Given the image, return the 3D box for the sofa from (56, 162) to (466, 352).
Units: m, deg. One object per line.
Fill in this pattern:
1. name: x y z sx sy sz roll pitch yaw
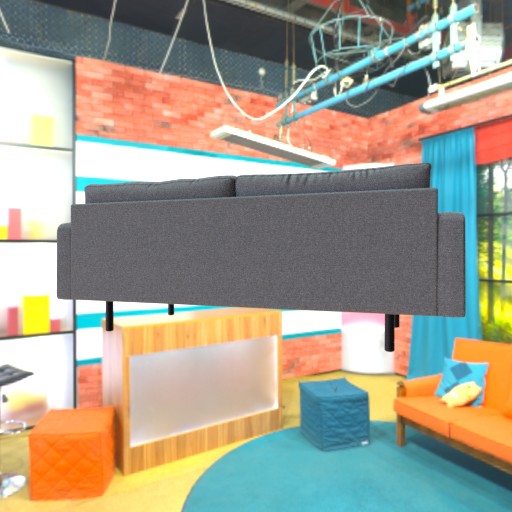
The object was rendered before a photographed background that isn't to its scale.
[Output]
1. sofa: 0.000 0.000 2.656 2.200 0.880 0.880 0 1 20
